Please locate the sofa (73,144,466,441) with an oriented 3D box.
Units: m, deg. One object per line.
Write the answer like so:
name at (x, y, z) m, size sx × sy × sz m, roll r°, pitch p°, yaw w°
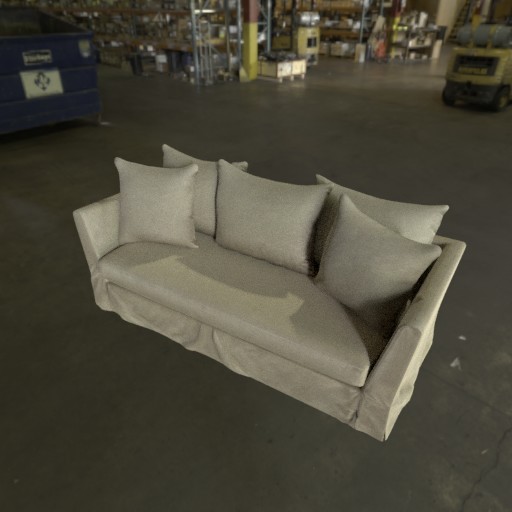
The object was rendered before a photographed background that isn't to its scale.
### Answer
sofa at (0.000, 0.000, 2.862) m, size 2.290 × 1.034 × 1.031 m, roll 18°, pitch 34°, yaw 28°
